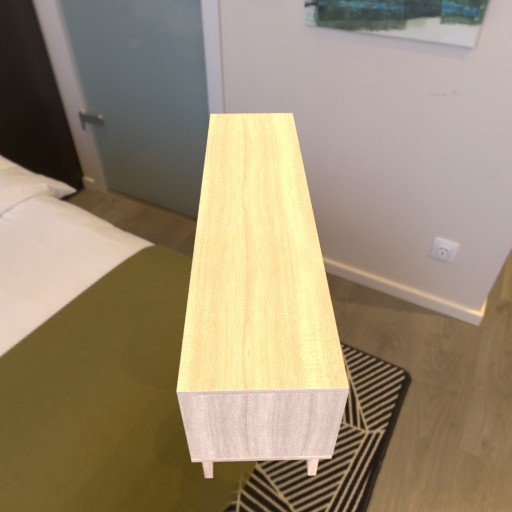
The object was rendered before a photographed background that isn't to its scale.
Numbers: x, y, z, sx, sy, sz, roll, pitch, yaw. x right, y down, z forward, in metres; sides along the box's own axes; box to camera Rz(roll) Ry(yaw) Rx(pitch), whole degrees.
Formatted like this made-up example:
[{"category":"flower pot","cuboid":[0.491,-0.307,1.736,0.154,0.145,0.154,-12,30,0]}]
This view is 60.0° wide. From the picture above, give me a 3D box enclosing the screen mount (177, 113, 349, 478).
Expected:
[{"category":"screen mount","cuboid":[0.000,0.000,1.744,0.401,0.509,1.500,-1,41,-1]}]
